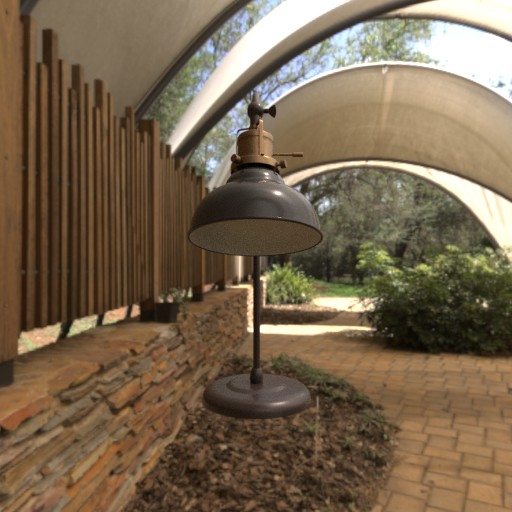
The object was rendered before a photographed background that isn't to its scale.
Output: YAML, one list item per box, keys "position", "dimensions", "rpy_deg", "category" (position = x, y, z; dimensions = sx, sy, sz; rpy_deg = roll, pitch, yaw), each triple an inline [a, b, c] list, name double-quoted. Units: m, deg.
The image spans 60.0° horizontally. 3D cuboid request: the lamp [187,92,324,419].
- position: [0.000, 0.000, 0.695]
  dimensions: [0.192, 0.508, 0.374]
  rpy_deg: [0, 0, 1]
  category: "lamp"
